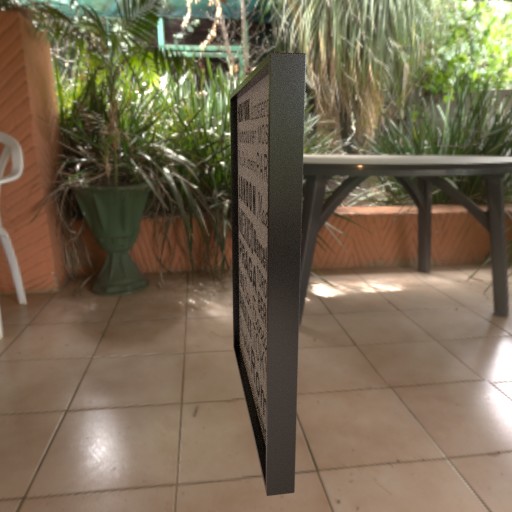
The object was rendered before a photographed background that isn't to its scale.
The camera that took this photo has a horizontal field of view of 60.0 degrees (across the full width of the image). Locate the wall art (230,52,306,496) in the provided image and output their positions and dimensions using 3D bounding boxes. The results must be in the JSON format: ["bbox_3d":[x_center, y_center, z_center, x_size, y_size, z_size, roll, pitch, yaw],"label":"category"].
[{"bbox_3d":[0.000,0.000,0.743,0.038,0.551,0.448,-2,15,-8],"label":"wall art"}]
